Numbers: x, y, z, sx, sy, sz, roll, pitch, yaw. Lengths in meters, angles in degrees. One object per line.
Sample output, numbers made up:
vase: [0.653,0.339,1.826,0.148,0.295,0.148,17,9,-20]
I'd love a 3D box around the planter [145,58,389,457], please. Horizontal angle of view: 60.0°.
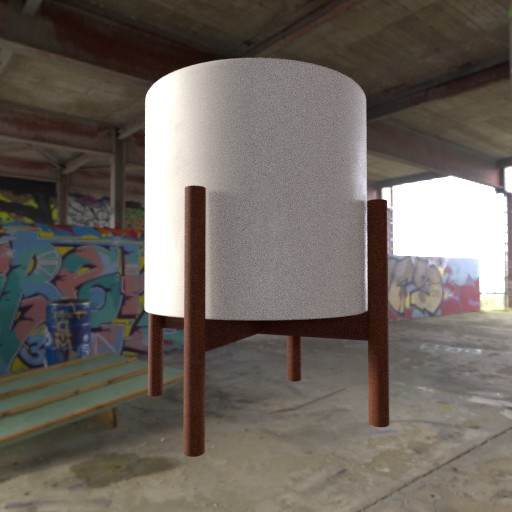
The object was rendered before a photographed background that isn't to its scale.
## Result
planter: [0.000,0.000,0.860,0.420,0.581,0.421,1,-2,-19]
